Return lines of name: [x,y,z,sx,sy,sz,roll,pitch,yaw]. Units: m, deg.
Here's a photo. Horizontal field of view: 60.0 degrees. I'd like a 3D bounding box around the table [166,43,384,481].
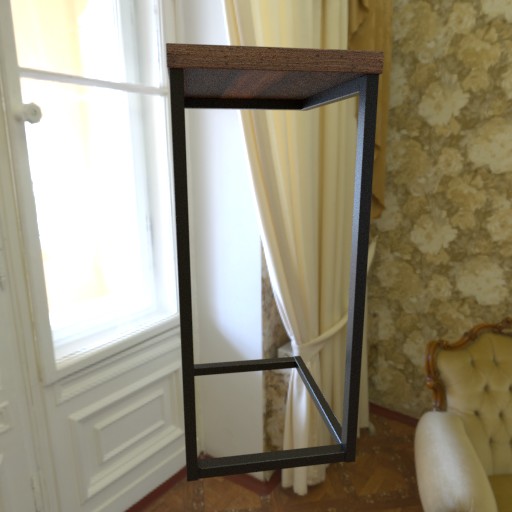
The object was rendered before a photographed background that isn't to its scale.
table: [0.000,0.000,0.920,0.323,0.718,0.414,-2,14,-9]
